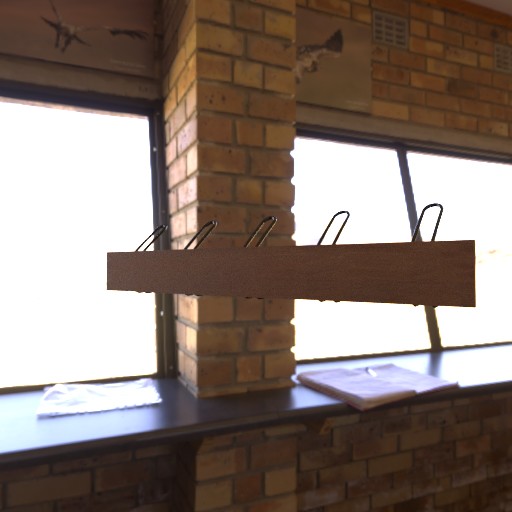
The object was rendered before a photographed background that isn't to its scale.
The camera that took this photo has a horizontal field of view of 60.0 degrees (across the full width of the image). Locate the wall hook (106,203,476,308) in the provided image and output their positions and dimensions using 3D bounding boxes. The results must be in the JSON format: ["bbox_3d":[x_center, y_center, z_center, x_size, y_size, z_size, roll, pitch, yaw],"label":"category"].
[{"bbox_3d":[0.000,0.000,0.607,0.554,0.116,0.076,-1,-2,35],"label":"wall hook"}]
